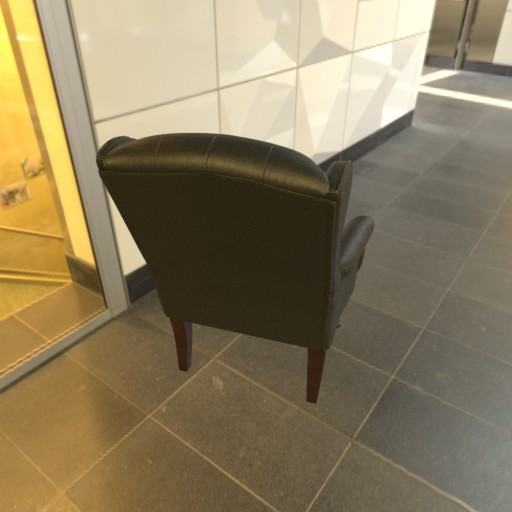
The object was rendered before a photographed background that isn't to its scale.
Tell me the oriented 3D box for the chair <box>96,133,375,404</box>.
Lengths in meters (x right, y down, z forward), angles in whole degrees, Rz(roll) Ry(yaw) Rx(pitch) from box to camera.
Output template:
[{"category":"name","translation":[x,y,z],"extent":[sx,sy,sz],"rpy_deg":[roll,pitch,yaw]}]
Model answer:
[{"category":"chair","translation":[0.000,0.000,1.701],"extent":[0.831,1.133,0.822],"rpy_deg":[10,34,15]}]
